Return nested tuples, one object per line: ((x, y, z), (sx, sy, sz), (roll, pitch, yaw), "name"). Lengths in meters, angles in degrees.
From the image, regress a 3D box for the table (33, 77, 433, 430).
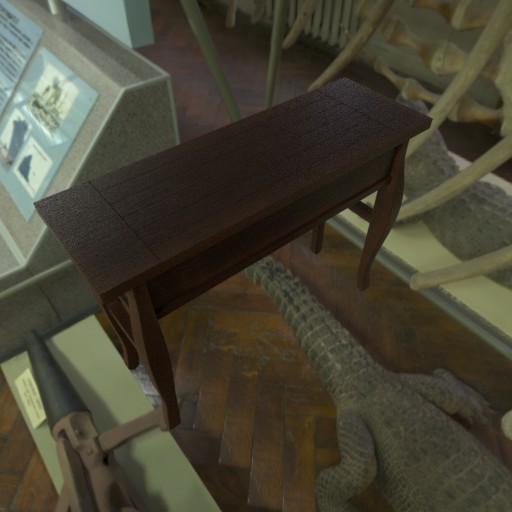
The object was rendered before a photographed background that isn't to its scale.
((0.000, 0.000, 1.455), (1.062, 0.768, 0.373), (-30, 53, -26), "table")
